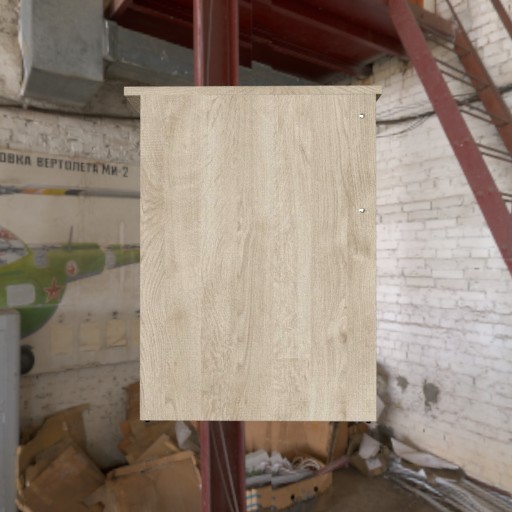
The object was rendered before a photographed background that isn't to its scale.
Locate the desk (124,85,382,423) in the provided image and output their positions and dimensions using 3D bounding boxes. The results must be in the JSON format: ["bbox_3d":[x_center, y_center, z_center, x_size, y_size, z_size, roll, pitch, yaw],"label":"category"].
[{"bbox_3d":[0.000,0.000,1.506,0.560,0.730,1.096,0,0,1],"label":"desk"}]
